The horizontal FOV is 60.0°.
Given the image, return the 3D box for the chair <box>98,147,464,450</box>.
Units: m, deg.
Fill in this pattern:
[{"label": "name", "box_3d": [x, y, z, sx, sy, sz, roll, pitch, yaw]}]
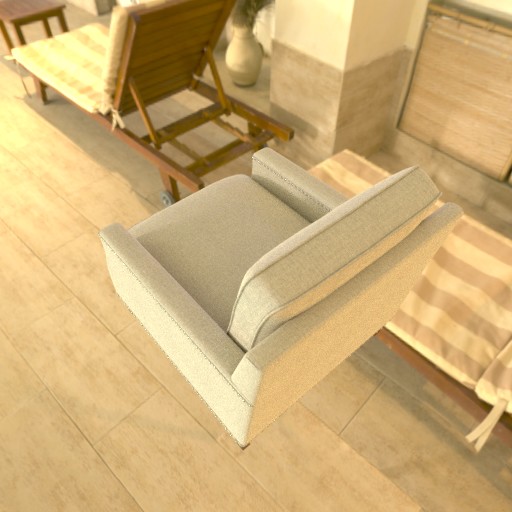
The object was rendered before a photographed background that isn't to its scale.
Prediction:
[{"label": "chair", "box_3d": [0.000, 0.000, 1.686, 0.853, 0.943, 1.014, -32, 55, -26]}]
